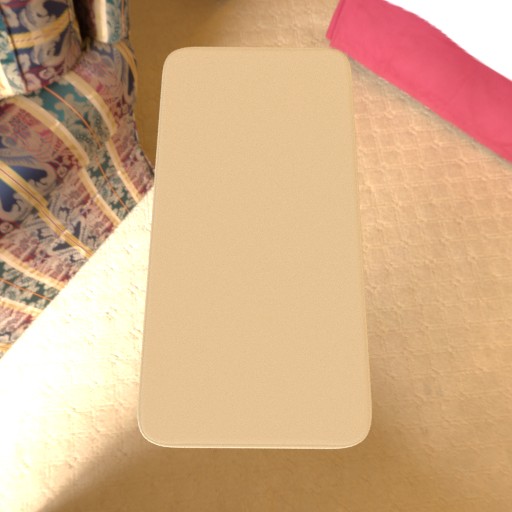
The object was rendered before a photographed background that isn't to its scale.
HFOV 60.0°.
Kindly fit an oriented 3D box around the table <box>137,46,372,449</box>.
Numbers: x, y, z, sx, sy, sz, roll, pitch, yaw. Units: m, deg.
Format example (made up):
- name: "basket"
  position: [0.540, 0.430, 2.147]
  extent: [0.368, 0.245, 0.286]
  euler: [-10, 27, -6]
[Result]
- name: "table"
  position: [0.000, 0.000, 1.641]
  extent: [0.610, 0.737, 1.219]
  euler: [0, 74, 0]
